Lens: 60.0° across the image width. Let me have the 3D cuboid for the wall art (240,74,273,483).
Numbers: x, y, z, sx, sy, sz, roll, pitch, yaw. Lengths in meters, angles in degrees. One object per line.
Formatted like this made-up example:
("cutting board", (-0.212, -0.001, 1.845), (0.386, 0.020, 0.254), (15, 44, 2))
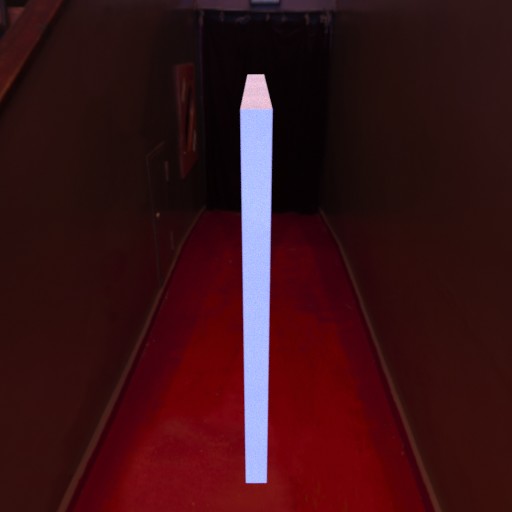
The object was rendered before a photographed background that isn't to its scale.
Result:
("wall art", (0.000, 0.000, 0.844), (0.037, 0.606, 0.508), (0, 26, 0))
